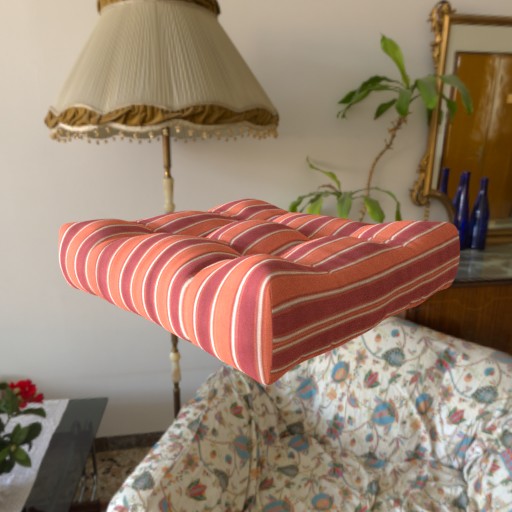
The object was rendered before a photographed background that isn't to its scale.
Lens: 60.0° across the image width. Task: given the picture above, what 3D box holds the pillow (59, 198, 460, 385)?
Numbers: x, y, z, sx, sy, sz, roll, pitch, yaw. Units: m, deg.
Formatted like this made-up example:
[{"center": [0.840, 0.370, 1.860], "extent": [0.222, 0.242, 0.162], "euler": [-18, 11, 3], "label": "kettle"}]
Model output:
[{"center": [0.000, 0.000, 0.721], "extent": [0.468, 0.133, 0.490], "euler": [-14, 20, -43], "label": "pillow"}]
